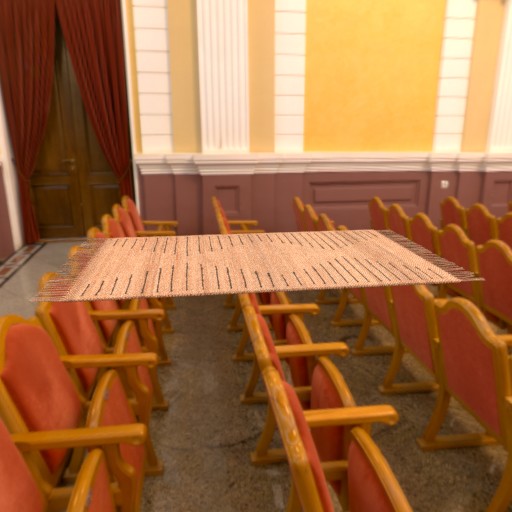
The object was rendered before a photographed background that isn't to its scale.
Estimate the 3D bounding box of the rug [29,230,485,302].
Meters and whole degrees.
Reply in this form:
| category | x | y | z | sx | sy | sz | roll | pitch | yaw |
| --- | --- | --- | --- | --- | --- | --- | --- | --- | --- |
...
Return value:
| category | x | y | z | sx | sy | sz | roll | pitch | yaw |
| --- | --- | --- | --- | --- | --- | --- | --- | --- | --- |
| rug | 0.000 | 0.000 | 2.057 | 1.718 | 0.017 | 0.905 | -2 | 17 | -8 |
